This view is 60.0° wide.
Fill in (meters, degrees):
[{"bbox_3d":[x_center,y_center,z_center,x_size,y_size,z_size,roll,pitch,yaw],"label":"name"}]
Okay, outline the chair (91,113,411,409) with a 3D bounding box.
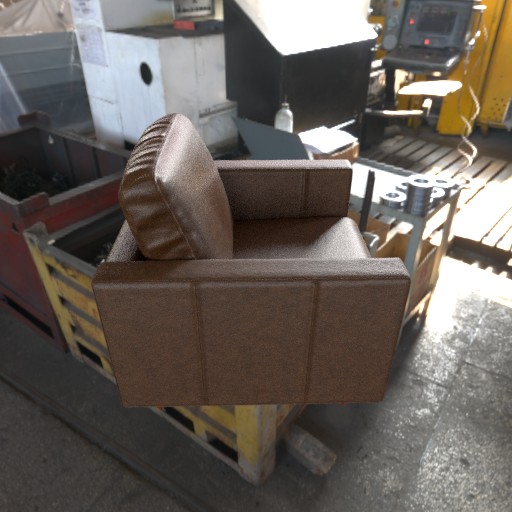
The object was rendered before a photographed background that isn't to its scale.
[{"bbox_3d":[0.000,0.000,1.678,0.909,0.956,0.890,-1,33,-1],"label":"chair"}]
